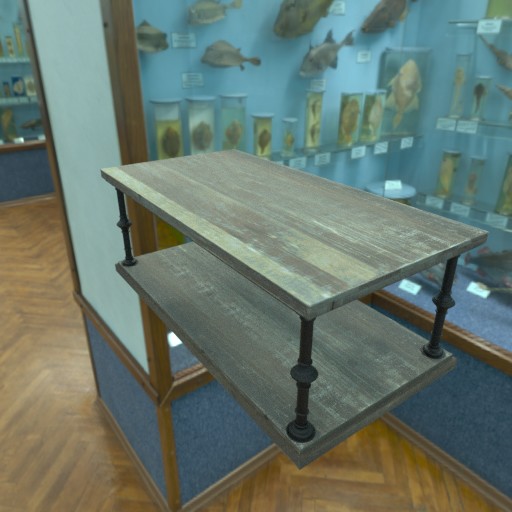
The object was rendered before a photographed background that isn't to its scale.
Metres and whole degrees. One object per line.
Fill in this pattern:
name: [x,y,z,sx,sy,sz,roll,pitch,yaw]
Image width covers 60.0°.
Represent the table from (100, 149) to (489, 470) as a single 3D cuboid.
table: [0.000,0.000,1.371,0.554,0.399,1.088,-17,31,-31]
